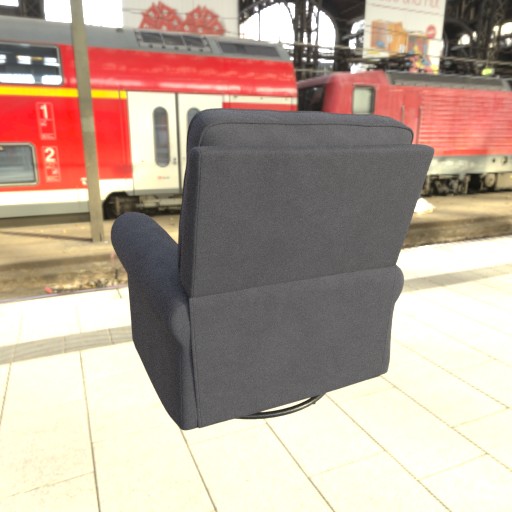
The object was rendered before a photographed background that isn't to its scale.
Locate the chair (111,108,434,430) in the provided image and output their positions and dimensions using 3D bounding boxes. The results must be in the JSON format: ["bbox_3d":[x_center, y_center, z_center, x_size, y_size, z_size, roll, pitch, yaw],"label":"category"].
[{"bbox_3d":[0.000,0.000,1.584,0.890,0.961,0.878,-7,17,-25],"label":"chair"}]
